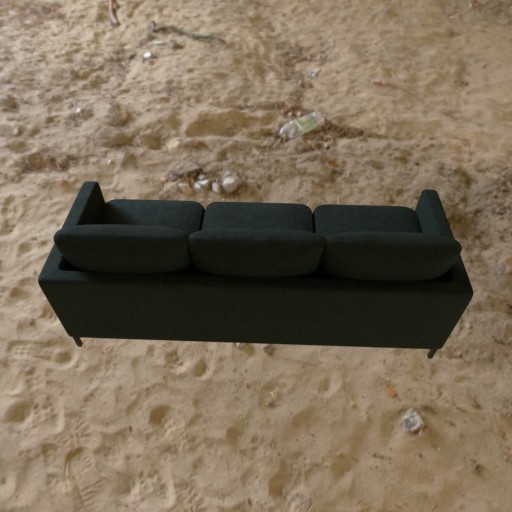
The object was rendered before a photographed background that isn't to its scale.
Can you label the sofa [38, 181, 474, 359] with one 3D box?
[{"bbox_3d":[0.000,0.000,2.675,2.218,0.870,0.859,2,48,1],"label":"sofa"}]
